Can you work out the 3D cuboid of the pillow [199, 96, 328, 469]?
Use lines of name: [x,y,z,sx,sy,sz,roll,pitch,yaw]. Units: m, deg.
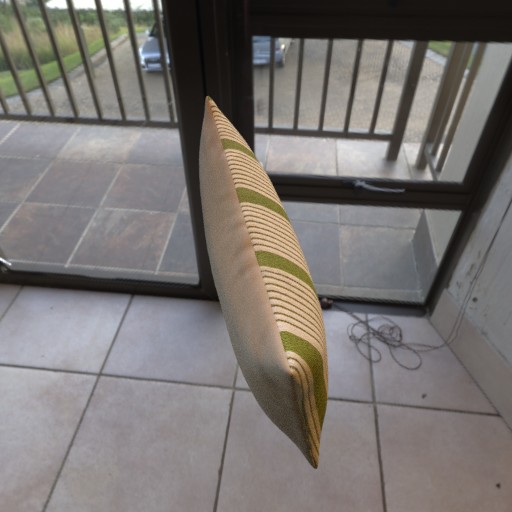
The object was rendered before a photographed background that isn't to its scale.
pillow: [0.000,0.000,0.742,0.156,0.292,0.608,-9,46,-9]
